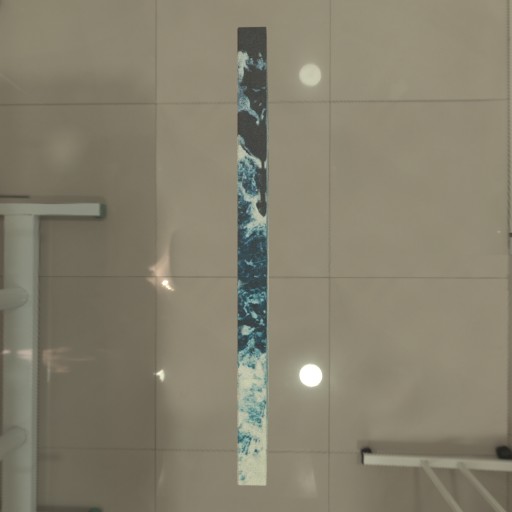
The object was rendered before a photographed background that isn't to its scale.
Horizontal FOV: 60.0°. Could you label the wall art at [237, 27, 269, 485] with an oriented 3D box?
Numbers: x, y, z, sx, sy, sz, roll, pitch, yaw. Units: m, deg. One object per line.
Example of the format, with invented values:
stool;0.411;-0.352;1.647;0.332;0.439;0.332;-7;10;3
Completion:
wall art;0.000;0.000;0.790;0.043;0.407;0.609;0;90;2
